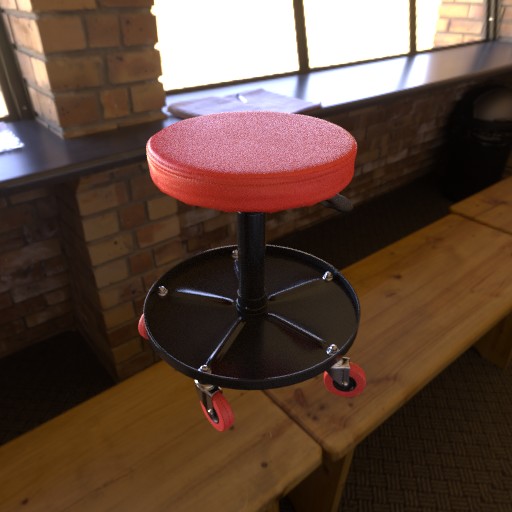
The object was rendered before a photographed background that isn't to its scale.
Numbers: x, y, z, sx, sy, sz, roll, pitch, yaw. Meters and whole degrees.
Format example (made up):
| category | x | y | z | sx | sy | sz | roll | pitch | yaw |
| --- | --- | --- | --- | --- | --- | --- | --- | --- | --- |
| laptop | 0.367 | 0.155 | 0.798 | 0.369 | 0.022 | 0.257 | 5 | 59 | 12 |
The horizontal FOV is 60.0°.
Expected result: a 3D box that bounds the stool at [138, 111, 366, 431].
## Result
| category | x | y | z | sx | sy | sz | roll | pitch | yaw |
| --- | --- | --- | --- | --- | --- | --- | --- | --- | --- |
| stool | 0.000 | 0.000 | 0.672 | 0.382 | 0.365 | 0.381 | 10 | 34 | 16 |
